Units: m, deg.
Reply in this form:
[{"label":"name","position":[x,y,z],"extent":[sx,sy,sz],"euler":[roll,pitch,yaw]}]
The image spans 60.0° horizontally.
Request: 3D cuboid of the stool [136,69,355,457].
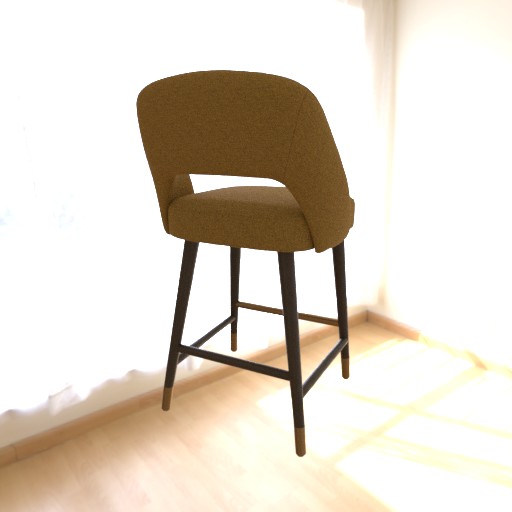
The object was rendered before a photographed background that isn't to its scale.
[{"label":"stool","position":[0.000,0.000,1.273],"extent":[0.536,0.939,0.522],"euler":[8,17,26]}]
